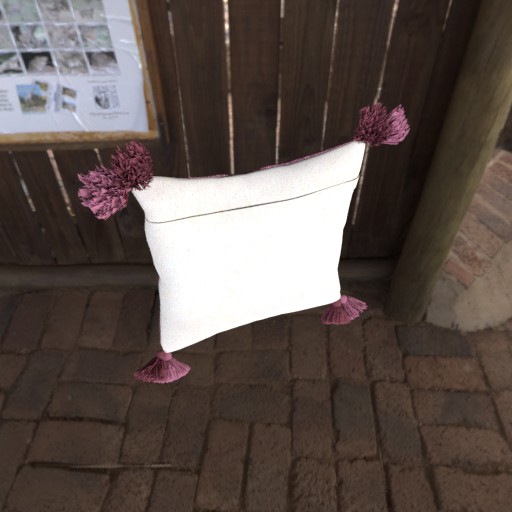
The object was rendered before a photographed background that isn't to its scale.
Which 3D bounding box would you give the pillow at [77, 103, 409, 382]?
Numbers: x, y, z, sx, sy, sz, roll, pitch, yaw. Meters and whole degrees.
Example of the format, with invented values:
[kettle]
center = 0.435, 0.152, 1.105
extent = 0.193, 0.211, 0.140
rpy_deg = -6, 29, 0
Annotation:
[pillow]
center = 0.000, 0.000, 0.983
extent = 0.641, 0.659, 0.138
rpy_deg = -14, 43, -15
